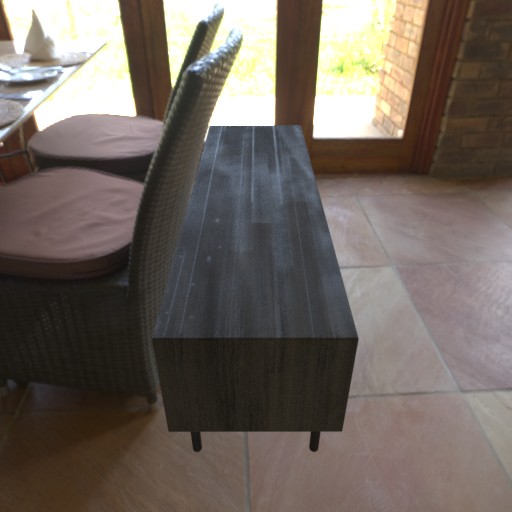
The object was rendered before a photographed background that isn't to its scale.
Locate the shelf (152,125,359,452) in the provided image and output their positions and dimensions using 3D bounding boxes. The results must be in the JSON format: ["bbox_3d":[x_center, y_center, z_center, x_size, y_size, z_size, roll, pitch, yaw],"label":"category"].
[{"bbox_3d":[0.000,0.000,1.521,0.400,0.495,1.300,0,34,0],"label":"shelf"}]
